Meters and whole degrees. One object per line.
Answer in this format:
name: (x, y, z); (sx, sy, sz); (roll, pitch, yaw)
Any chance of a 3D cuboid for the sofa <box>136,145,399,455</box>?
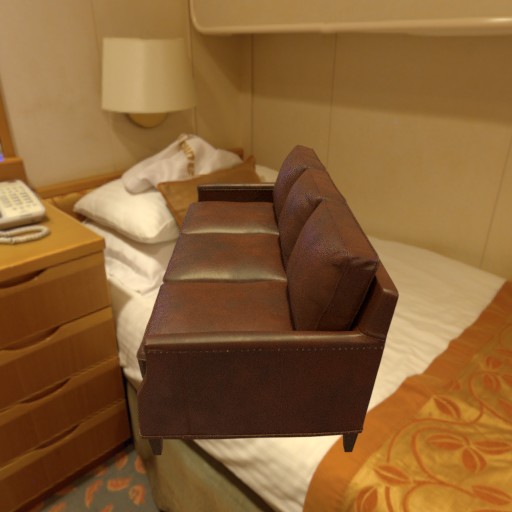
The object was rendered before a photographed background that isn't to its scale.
sofa: (0.000, 0.000, 2.800); (1.084, 1.003, 2.240); (0, 26, -1)
